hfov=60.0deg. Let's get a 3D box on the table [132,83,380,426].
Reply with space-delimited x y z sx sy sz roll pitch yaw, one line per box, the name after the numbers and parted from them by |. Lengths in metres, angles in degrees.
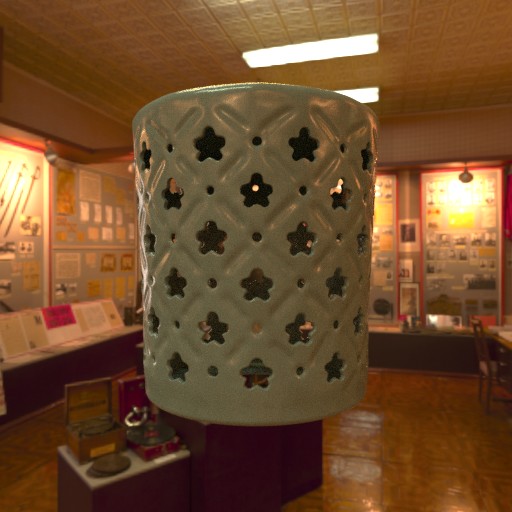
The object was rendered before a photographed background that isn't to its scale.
0.000 0.000 0.654 0.352 0.387 0.352 0 0 0 | table
